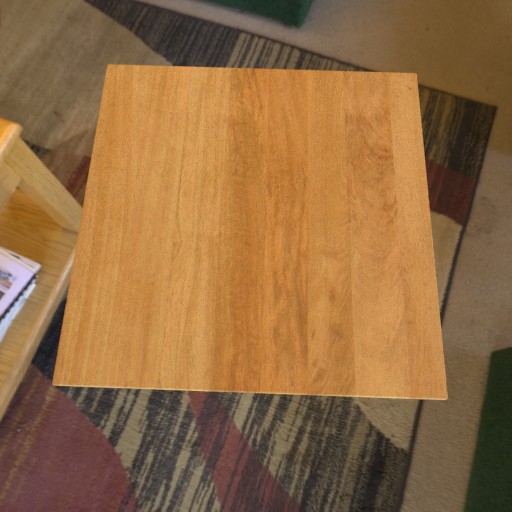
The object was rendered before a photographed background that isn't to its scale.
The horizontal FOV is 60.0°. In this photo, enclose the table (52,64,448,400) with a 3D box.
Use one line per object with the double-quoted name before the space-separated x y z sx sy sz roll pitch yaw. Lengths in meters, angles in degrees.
"table" 0.000 0.000 0.999 0.599 0.500 0.599 2 72 1
